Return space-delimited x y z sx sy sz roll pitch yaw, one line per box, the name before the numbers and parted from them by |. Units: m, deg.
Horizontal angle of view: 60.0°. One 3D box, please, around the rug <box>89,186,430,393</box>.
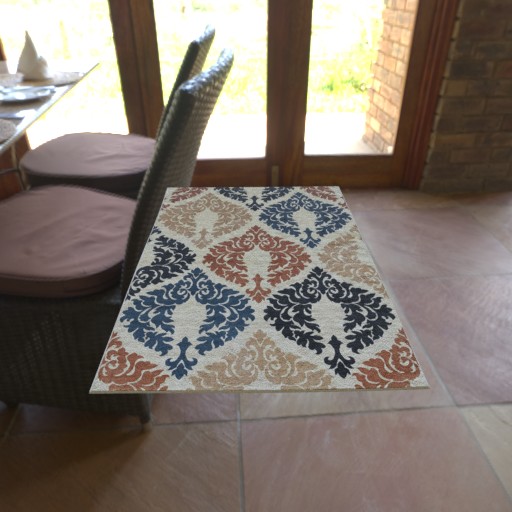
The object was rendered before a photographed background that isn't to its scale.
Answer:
rug | 0.000 0.000 2.918 1.514 0.014 2.275 -1 32 -1
